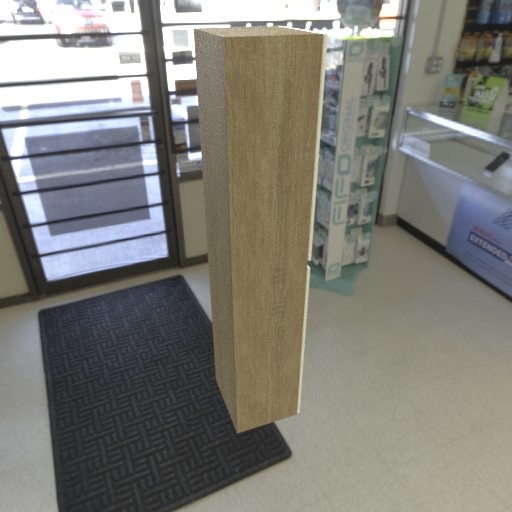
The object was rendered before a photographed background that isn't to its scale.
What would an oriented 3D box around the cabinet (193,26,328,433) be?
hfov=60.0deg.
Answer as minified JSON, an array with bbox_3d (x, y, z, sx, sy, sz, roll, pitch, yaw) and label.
[{"bbox_3d":[0.000,0.000,1.541,0.270,1.400,0.300,-11,33,-17],"label":"cabinet"}]
